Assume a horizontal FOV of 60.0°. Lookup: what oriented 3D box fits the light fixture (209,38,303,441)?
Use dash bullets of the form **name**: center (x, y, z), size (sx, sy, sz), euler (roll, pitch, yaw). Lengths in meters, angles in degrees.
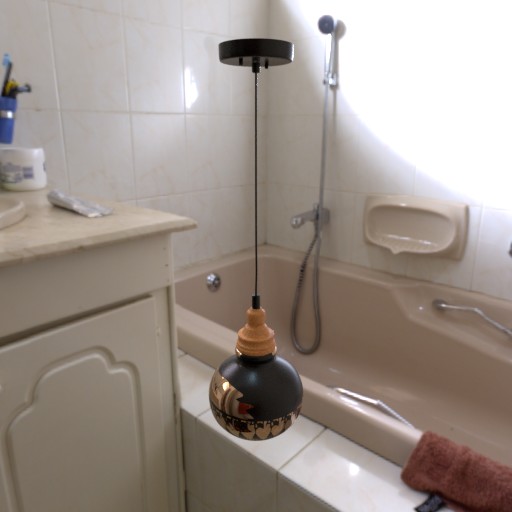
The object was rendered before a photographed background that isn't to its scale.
- **light fixture**: center (0.000, 0.000, 1.848), size (0.430, 1.606, 0.430), euler (-15, 22, -43)
